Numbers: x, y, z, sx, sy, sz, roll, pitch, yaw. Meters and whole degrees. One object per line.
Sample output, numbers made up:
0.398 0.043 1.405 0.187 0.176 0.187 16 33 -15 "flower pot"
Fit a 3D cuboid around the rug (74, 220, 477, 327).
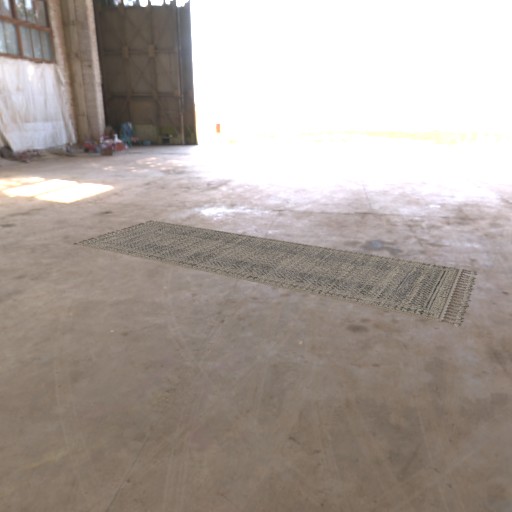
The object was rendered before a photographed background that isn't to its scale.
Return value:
0.000 0.000 2.785 2.480 0.013 0.786 10 21 28 "rug"
